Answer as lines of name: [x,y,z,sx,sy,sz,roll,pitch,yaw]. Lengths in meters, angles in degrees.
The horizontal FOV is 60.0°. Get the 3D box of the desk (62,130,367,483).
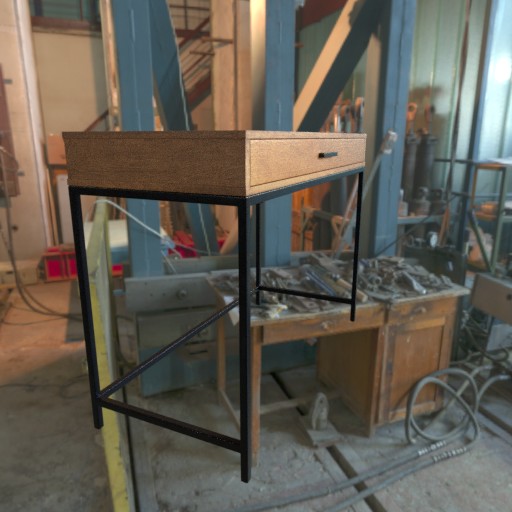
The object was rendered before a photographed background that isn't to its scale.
desk: [0.000,0.000,1.426,0.470,0.762,1.016,7,17,25]
